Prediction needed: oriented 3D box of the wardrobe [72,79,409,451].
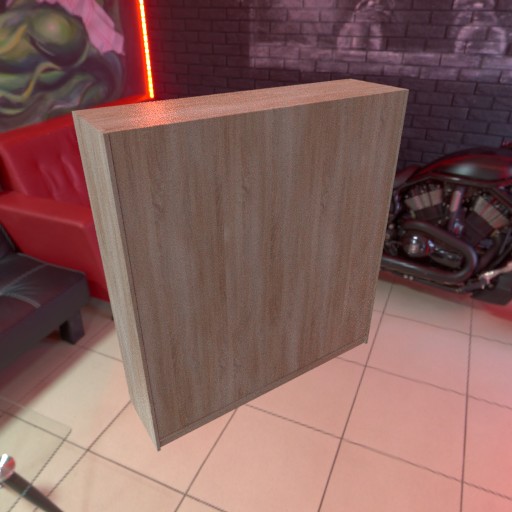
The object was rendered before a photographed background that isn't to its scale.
[{"bbox_3d":[0.000,0.000,3.170,1.998,2.159,0.598,-18,35,-29],"label":"wardrobe"}]
